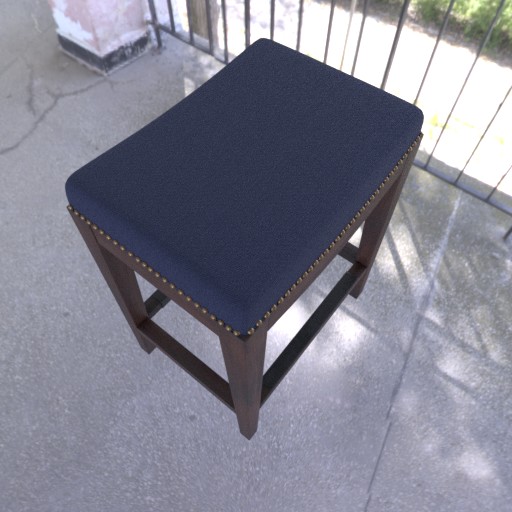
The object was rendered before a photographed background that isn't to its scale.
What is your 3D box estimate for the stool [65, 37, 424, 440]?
[{"bbox_3d":[0.000,0.000,0.929,0.361,0.642,0.500,34,63,20],"label":"stool"}]
